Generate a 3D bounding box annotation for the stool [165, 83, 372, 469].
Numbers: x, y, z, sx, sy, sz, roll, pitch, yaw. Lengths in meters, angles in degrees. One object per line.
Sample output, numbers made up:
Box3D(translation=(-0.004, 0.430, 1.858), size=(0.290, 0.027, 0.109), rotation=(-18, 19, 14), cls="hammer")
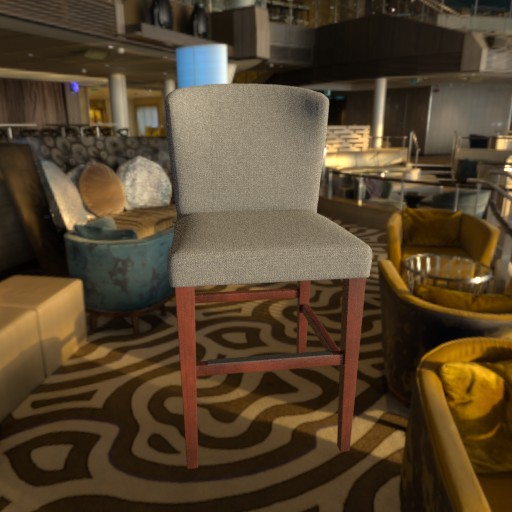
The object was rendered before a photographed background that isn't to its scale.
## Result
Box3D(translation=(0.000, 0.000, 1.271), size=(0.479, 0.968, 0.568), rotation=(-2, 17, -8), cls="stool")
